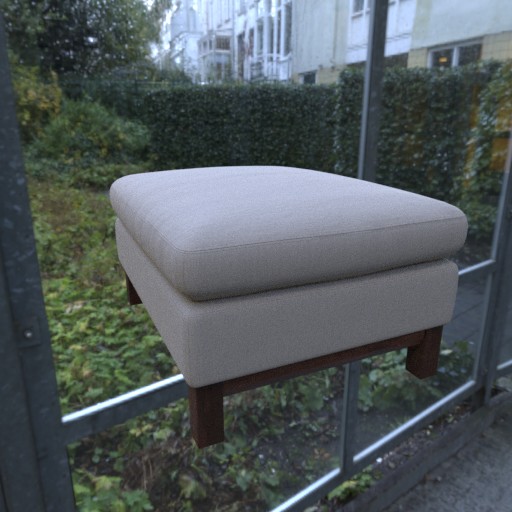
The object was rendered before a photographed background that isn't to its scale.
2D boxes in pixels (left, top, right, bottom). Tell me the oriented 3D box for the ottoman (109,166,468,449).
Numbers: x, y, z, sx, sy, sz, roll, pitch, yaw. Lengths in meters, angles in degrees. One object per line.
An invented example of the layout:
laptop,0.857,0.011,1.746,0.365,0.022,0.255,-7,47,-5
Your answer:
ottoman,0.000,0.000,1.112,0.606,0.420,0.771,-8,19,-24
